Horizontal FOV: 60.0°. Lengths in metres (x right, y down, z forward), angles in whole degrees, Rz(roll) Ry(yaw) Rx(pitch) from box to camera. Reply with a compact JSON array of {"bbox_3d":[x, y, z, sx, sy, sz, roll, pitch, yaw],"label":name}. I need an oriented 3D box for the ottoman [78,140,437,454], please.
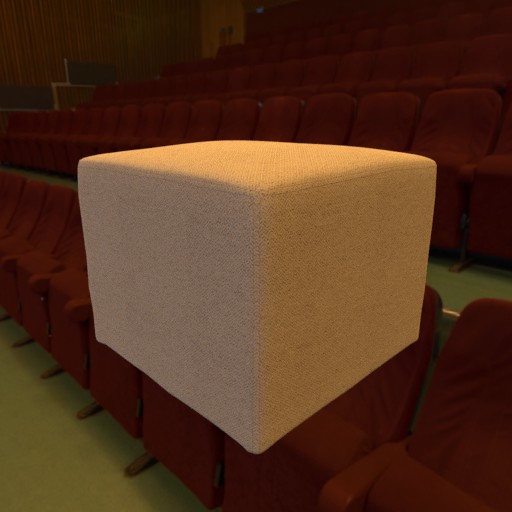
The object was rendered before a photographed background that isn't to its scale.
[{"bbox_3d":[0.000,0.000,0.919,0.512,0.453,0.521,-17,24,-42],"label":"ottoman"}]
